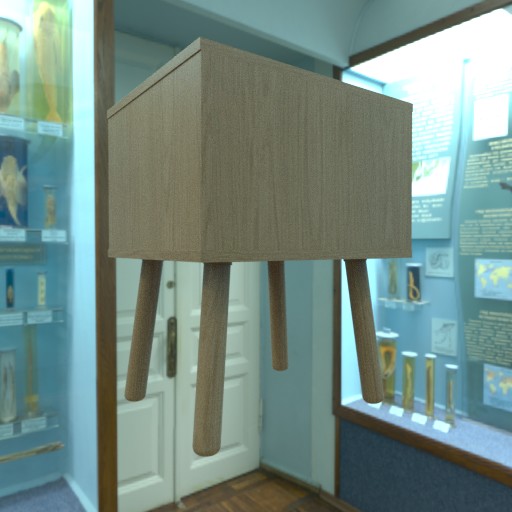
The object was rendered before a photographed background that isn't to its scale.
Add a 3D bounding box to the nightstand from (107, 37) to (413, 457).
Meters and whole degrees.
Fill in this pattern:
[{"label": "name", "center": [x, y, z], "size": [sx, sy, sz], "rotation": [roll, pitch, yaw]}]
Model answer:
[{"label": "nightstand", "center": [0.000, 0.000, 0.857], "size": [0.450, 0.571, 0.380], "rotation": [-1, 1, -36]}]
